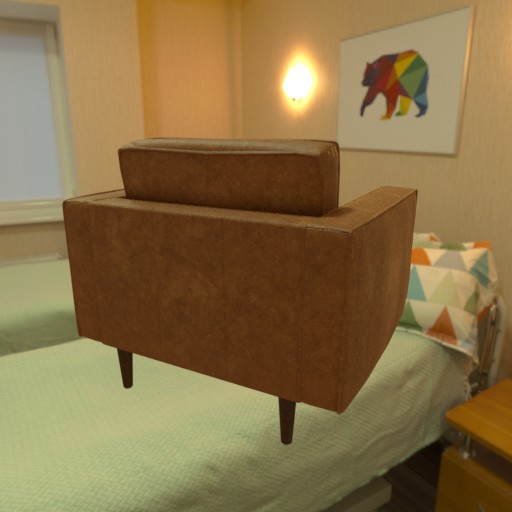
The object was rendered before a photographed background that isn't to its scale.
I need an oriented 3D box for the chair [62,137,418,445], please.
[{"bbox_3d":[0.000,0.000,1.479,0.928,0.767,0.798,8,18,27],"label":"chair"}]
